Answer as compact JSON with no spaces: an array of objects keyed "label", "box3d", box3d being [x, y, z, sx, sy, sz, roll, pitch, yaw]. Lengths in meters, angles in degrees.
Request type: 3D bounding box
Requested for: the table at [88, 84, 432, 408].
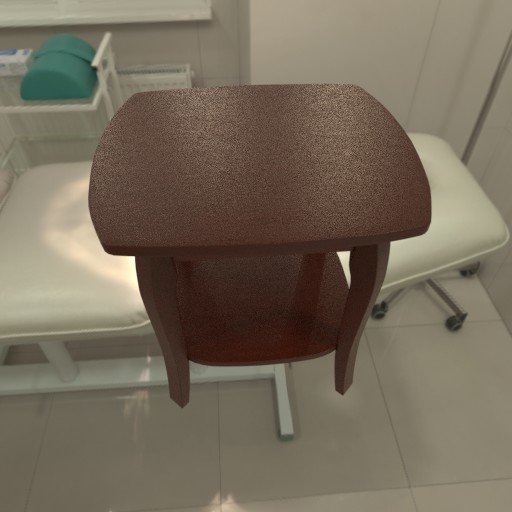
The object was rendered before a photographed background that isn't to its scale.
[{"label":"table","box3d":[0.000,0.000,0.877,0.502,0.496,0.433,-3,46,-3]}]
